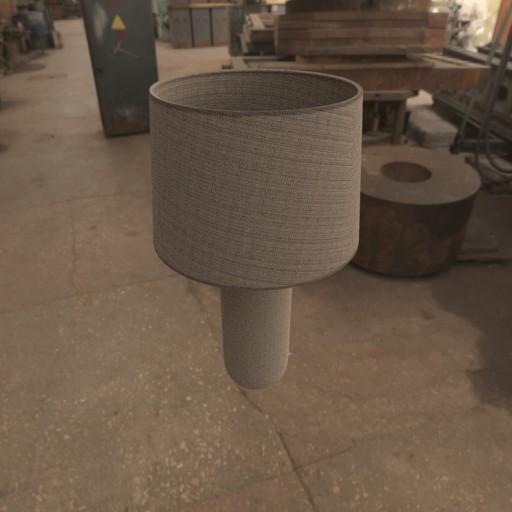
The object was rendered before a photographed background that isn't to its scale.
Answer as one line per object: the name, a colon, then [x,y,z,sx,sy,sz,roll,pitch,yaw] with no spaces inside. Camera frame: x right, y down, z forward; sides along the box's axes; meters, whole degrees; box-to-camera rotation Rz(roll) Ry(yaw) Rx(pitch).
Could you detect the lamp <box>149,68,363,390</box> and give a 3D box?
lamp: [0.000,0.000,0.834,0.367,0.609,0.367,0,32,0]
